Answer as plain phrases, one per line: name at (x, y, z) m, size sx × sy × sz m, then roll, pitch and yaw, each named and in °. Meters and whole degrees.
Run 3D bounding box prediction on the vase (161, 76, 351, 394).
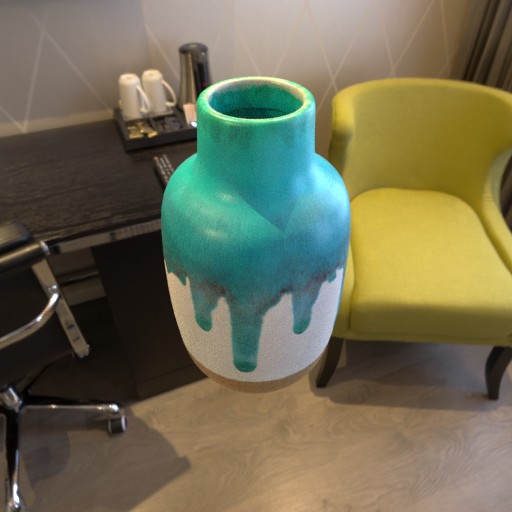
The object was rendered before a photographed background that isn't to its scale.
vase at (0.000, 0.000, 0.262) m, size 0.106 × 0.192 × 0.106 m, roll 0°, pitch 42°, yaw 0°
